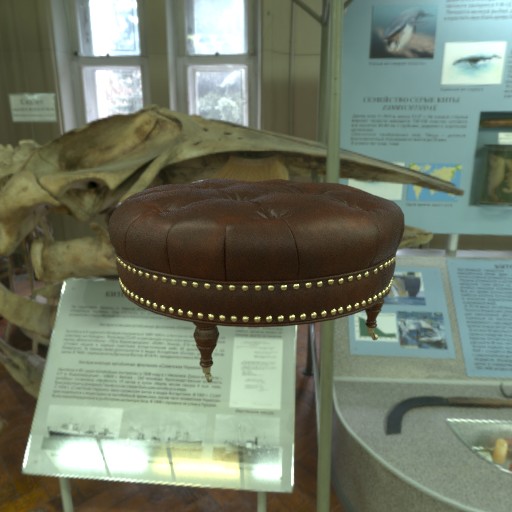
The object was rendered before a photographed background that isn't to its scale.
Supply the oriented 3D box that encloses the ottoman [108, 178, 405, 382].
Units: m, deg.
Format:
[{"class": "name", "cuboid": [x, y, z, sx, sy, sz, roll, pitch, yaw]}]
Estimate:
[{"class": "ottoman", "cuboid": [0.000, 0.000, 1.421, 0.901, 0.455, 0.901, 0, 15, 0]}]
